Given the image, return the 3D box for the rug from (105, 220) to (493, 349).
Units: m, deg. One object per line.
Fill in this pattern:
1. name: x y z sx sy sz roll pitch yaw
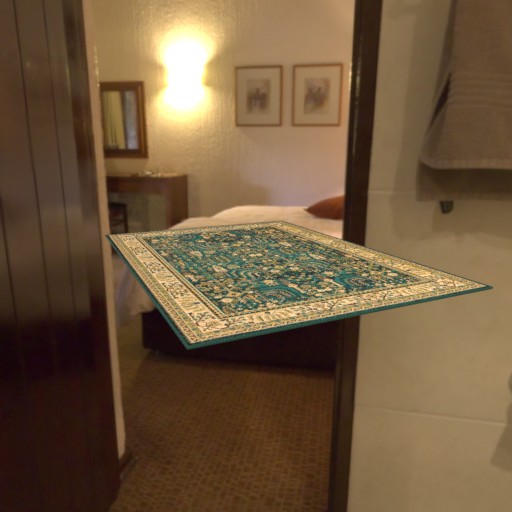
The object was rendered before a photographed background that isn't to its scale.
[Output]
1. rug: 0.000 0.000 2.871 1.594 0.013 2.213 -7 16 -25
